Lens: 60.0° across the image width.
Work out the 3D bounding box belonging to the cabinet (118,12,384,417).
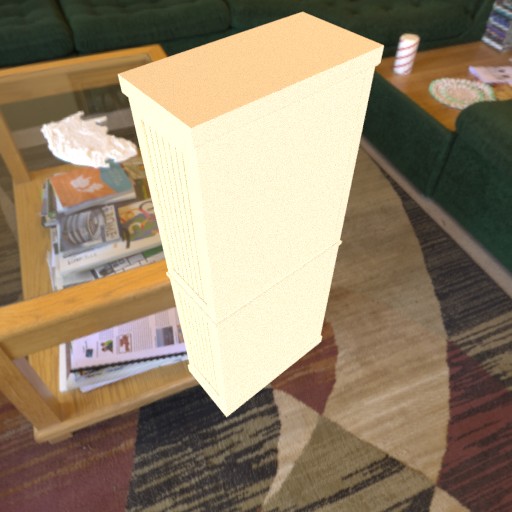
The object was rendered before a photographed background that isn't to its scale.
[{"bbox_3d":[0.000,0.000,2.050,0.754,1.829,0.390,-32,56,-25],"label":"cabinet"}]
